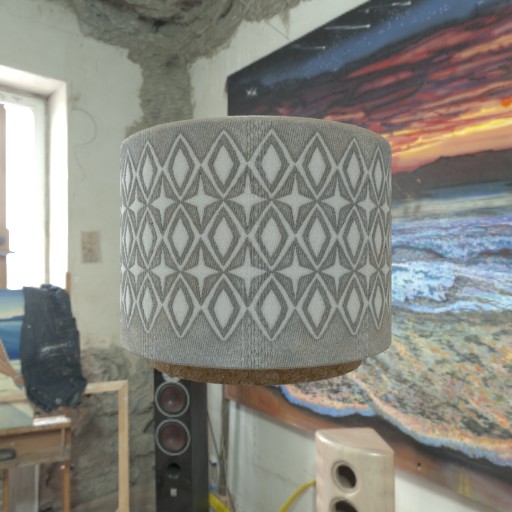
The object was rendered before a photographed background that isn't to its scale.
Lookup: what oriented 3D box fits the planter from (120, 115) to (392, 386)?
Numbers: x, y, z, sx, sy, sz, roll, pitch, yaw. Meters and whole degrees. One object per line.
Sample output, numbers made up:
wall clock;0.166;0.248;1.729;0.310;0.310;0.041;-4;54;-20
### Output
planter;0.000;0.000;0.281;0.164;0.127;0.164;0;0;0
